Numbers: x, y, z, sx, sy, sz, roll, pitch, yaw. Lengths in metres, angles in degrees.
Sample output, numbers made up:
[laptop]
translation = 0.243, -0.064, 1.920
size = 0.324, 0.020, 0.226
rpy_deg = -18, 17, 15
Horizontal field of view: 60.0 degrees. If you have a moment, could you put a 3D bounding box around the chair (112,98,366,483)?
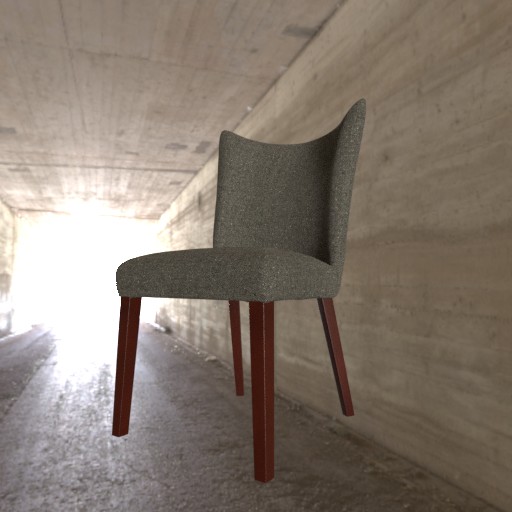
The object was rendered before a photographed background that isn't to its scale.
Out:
[chair]
translation = 0.000, 0.000, 1.269
size = 0.535, 0.924, 0.623
rpy_deg = -2, -3, 34
